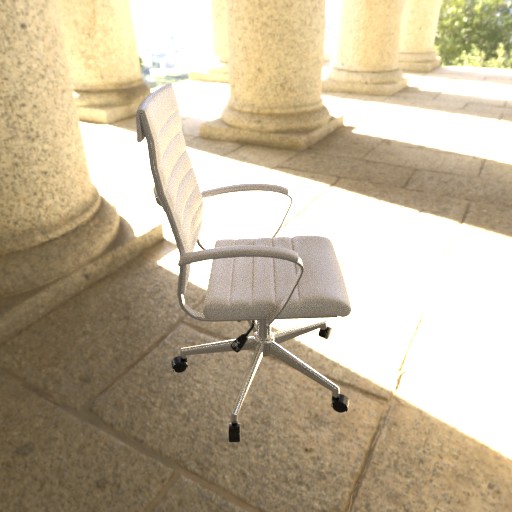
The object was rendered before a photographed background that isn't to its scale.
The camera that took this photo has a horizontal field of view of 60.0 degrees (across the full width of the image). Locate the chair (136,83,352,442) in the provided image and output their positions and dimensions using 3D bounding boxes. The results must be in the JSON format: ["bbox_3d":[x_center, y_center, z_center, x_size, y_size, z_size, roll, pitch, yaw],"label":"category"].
[{"bbox_3d":[0.000,0.000,1.653,0.739,1.149,0.766,0,30,0],"label":"chair"}]
